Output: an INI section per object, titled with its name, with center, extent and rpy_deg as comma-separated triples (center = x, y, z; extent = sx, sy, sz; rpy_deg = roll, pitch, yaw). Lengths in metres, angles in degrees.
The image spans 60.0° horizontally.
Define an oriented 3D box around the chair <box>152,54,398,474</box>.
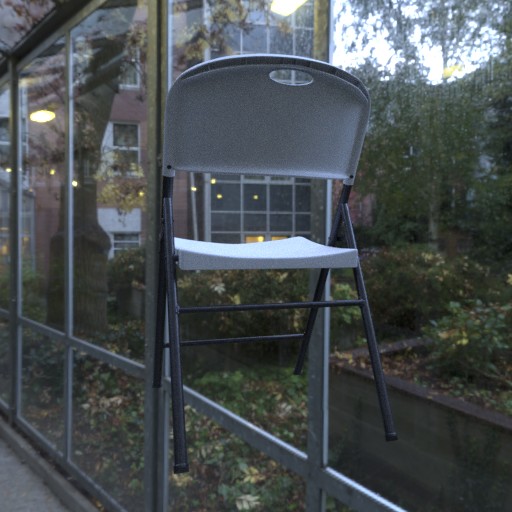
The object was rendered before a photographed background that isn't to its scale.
[chair]
center = 0.000, 0.000, 1.150
extent = 0.494, 0.810, 0.566
rpy_deg = 0, 1, -17
